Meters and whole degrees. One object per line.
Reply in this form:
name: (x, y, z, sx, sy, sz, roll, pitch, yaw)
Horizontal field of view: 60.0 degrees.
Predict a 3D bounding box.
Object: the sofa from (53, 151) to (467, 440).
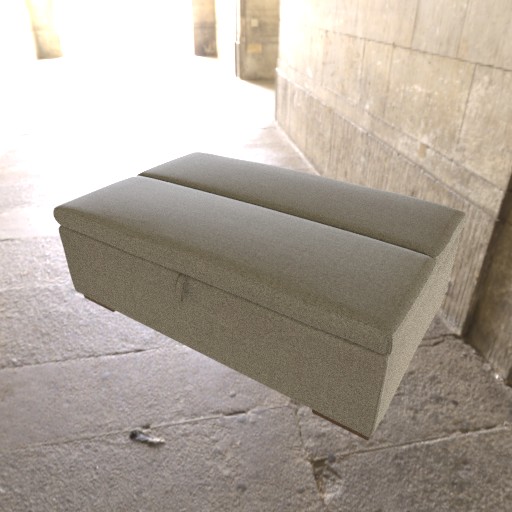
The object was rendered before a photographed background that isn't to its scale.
sofa: (0.000, 0.000, 1.636, 1.250, 0.434, 0.817, 19, 35, 29)
